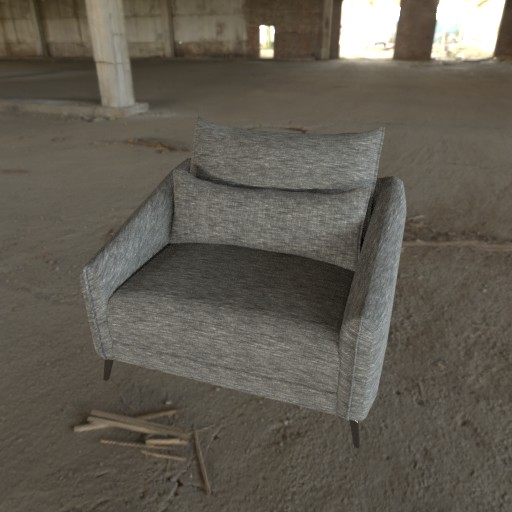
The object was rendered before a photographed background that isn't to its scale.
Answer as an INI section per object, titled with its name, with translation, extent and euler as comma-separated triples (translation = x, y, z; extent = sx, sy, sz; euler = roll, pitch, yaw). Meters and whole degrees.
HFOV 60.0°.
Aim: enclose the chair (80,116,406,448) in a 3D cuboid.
[chair]
translation = 0.000, 0.000, 1.621
extent = 1.004, 0.842, 0.805
euler = 9, 28, 17
